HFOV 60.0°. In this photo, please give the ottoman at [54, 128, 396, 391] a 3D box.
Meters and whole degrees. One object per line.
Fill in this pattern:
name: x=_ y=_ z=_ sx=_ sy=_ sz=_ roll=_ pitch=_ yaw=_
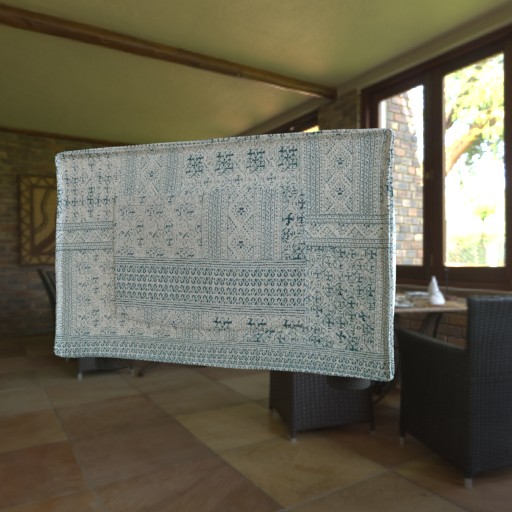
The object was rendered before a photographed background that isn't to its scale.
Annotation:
ottoman: x=0.000 y=0.000 z=1.019 sx=0.617 sy=0.439 sz=0.626 roll=0 pitch=0 yaw=17
